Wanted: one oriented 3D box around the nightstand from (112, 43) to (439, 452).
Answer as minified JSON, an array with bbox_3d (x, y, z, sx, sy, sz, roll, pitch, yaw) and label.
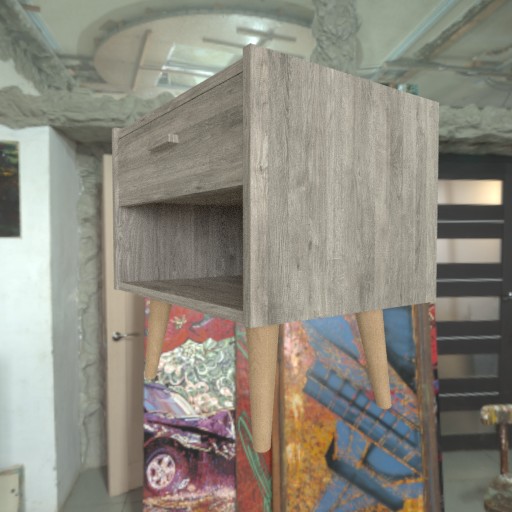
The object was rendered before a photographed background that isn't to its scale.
[{"bbox_3d":[0.000,0.000,0.806,0.380,0.500,0.480,-2,3,-36],"label":"nightstand"}]
